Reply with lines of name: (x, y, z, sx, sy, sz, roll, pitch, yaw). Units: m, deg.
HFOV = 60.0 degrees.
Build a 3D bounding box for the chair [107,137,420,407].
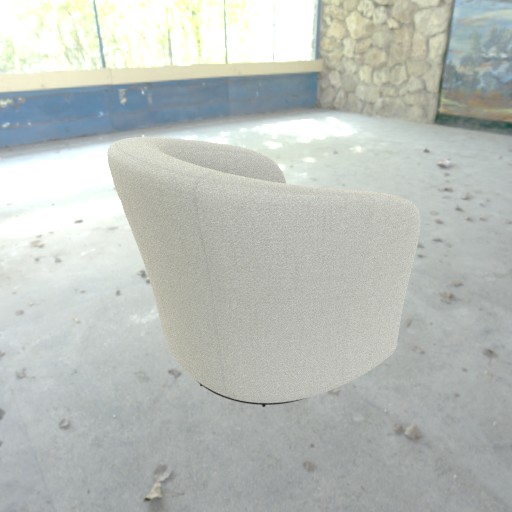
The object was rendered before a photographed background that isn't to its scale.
chair: (0.000, 0.000, 1.441, 0.815, 0.771, 0.791, -18, 31, -32)
